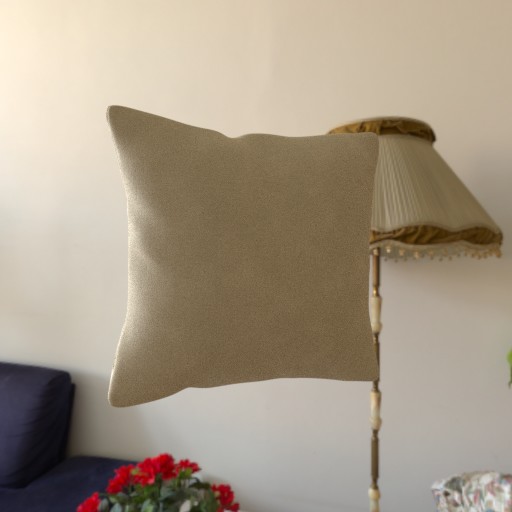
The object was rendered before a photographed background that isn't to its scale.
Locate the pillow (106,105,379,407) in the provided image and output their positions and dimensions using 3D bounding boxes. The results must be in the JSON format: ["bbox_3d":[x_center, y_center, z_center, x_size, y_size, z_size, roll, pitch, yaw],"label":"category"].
[{"bbox_3d":[0.000,0.000,0.681,0.437,0.420,0.162,0,0,-19],"label":"pillow"}]
